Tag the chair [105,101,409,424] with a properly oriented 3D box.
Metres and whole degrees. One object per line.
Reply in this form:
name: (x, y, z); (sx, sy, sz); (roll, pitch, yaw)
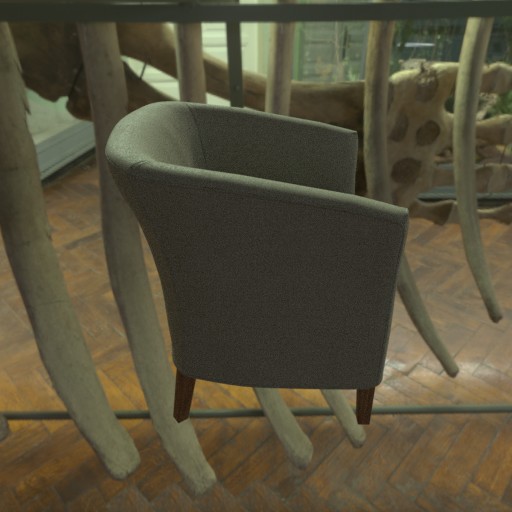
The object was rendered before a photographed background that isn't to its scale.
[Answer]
chair: (0.000, 0.000, 1.269); (0.668, 0.771, 0.600); (0, 32, 0)
